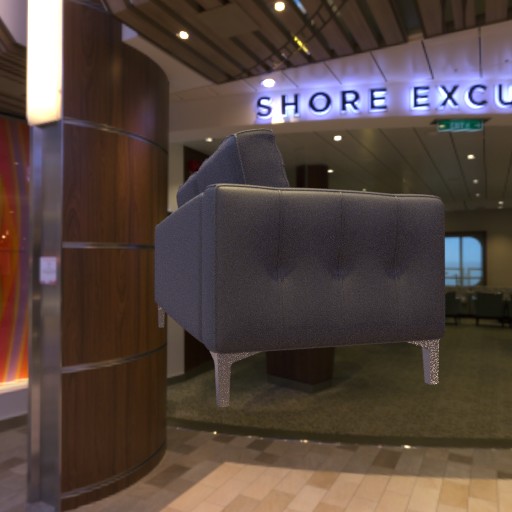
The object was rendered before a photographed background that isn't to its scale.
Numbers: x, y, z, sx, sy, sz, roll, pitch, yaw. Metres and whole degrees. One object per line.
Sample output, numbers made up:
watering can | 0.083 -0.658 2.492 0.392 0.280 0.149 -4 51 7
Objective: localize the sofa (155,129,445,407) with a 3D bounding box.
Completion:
sofa | 0.000 0.000 2.184 0.833 0.893 1.726 0 -1 -18
